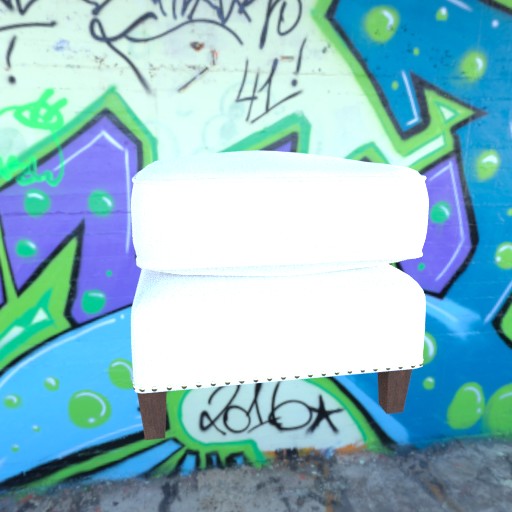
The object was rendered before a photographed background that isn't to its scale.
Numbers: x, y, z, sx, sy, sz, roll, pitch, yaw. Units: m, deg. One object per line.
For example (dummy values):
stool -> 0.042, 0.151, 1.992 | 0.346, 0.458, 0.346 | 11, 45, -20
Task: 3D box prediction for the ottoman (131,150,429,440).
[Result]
ottoman -> 0.000, 0.000, 1.160 | 0.589, 0.537, 0.738 | -2, 14, -10
